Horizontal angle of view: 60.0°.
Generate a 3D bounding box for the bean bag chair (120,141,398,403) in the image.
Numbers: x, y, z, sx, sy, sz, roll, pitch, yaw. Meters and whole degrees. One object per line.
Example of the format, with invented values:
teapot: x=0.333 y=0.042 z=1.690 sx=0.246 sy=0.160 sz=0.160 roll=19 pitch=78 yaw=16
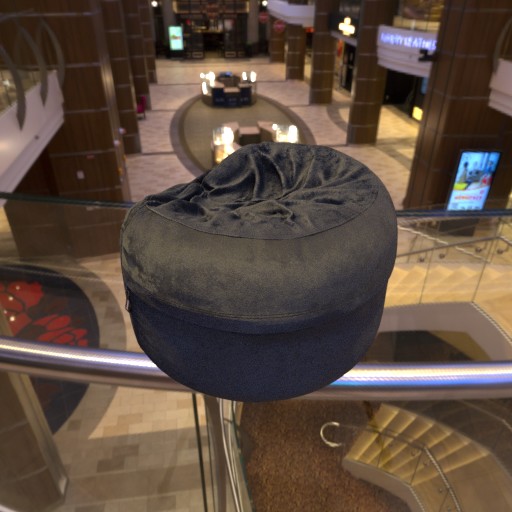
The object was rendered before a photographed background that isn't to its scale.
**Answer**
bean bag chair: x=0.000 y=0.000 z=1.547 sx=0.918 sy=0.605 sz=0.918 roll=0 pitch=32 yaw=0
